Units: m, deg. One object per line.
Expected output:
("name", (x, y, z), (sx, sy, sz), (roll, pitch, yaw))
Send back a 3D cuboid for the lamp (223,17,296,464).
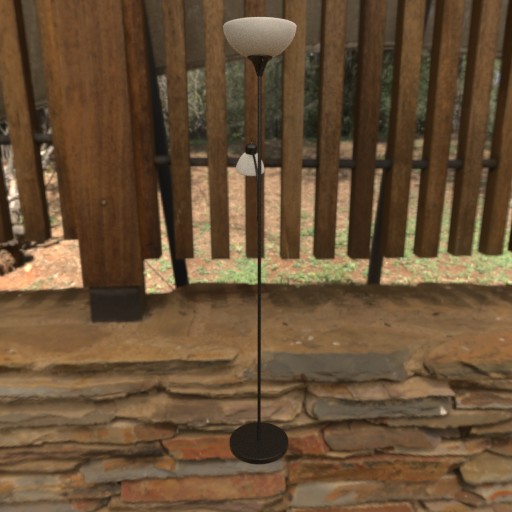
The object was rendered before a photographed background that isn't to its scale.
("lamp", (0.000, 0.000, 1.956), (0.279, 1.804, 0.442), (-2, 15, -9))
